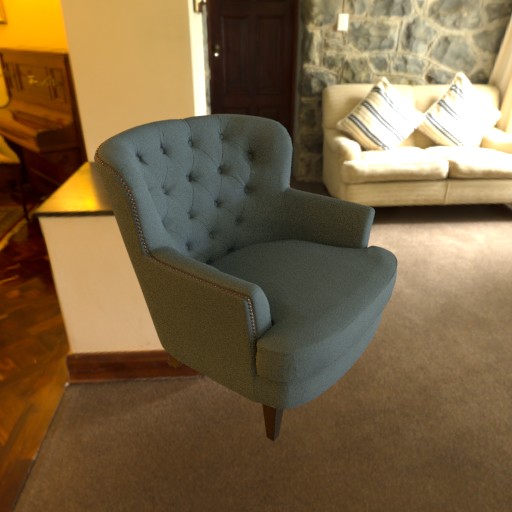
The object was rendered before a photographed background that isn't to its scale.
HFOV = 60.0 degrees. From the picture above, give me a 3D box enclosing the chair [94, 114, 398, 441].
[{"bbox_3d":[0.000,0.000,1.600,0.906,0.868,0.848,19,32,32],"label":"chair"}]
